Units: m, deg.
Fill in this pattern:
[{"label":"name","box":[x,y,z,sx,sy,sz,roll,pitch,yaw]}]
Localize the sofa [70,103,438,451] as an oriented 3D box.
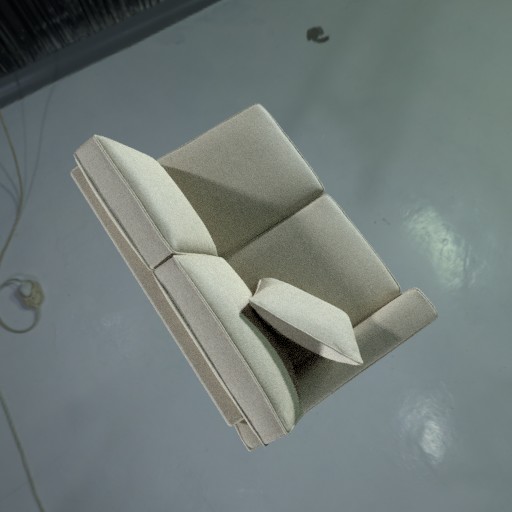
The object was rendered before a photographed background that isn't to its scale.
[{"label":"sofa","box":[0.000,0.000,2.101,0.991,0.989,1.388,-34,78,-8]}]
